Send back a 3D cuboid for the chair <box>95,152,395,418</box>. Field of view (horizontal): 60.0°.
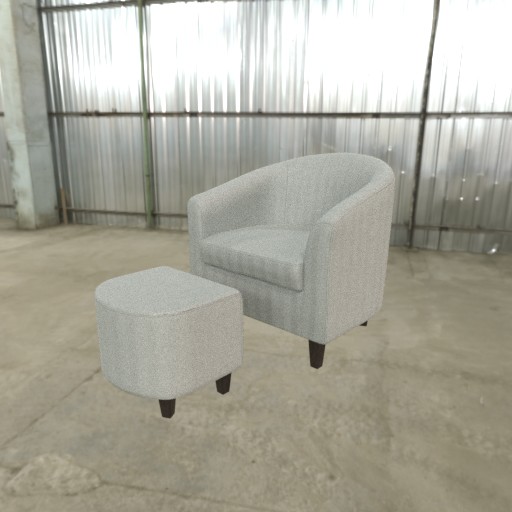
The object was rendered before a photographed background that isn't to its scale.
[{"bbox_3d":[0.000,0.000,1.740,0.756,0.757,1.288,14,21,41],"label":"chair"}]
